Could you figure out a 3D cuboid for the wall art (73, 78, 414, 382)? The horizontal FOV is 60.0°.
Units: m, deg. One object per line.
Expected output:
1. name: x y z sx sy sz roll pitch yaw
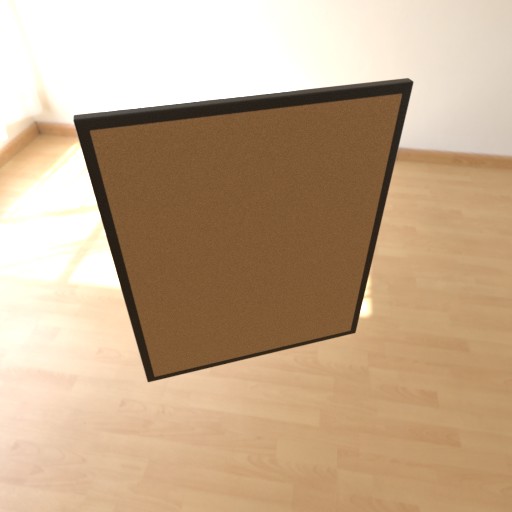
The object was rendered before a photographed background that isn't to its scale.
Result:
1. wall art: 0.000 0.000 0.802 0.481 0.582 0.018 -11 42 -12
